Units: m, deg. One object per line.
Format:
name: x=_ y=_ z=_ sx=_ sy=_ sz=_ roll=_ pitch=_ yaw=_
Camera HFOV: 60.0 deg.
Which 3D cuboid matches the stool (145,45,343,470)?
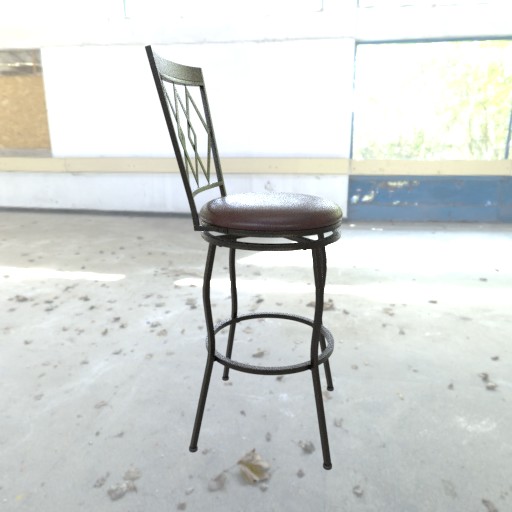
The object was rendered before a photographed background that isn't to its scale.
stool: x=0.000 y=0.000 z=1.364 sx=0.521 sy=1.134 sz=0.432 roll=3 pitch=16 yaw=10
